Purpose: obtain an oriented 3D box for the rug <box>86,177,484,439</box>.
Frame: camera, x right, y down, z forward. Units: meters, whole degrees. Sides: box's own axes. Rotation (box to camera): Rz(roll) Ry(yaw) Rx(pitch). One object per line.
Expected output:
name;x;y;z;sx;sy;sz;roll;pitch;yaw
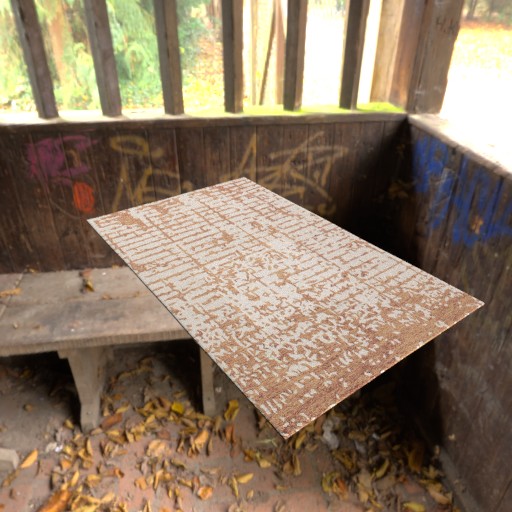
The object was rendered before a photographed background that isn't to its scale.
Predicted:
rug;0.000;0.000;3.032;1.517;0.011;2.435;-21;38;-30
